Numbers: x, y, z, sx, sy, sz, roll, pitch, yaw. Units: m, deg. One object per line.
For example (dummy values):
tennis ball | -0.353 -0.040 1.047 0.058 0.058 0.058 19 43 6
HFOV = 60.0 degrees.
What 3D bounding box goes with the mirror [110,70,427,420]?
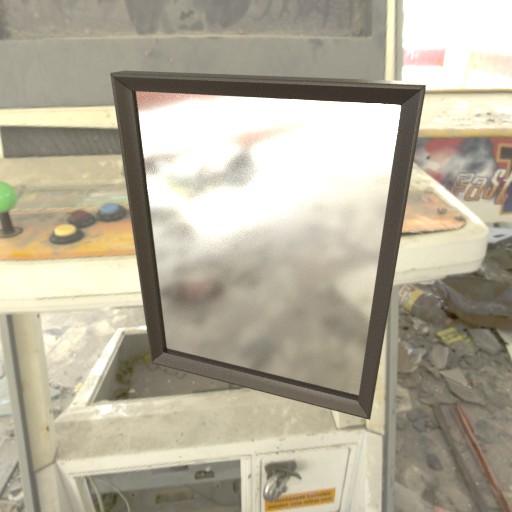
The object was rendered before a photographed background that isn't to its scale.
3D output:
mirror | 0.000 0.000 0.675 0.406 0.509 0.041 9 29 17
